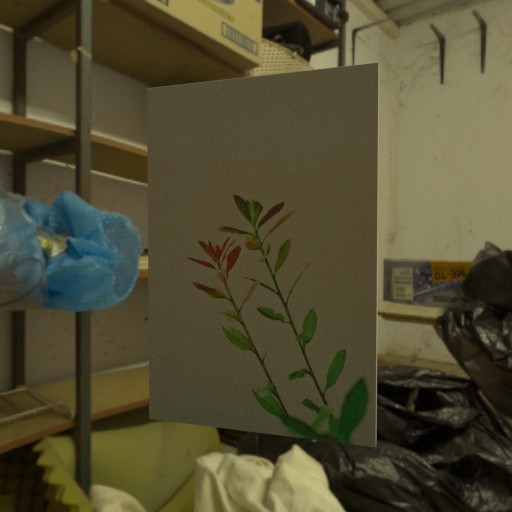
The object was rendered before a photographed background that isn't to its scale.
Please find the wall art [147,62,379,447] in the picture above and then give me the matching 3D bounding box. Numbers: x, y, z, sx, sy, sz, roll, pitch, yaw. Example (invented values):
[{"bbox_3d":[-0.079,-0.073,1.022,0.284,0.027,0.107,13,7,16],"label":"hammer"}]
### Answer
[{"bbox_3d":[0.000,0.000,1.158,0.612,0.915,0.039,0,2,17],"label":"wall art"}]
